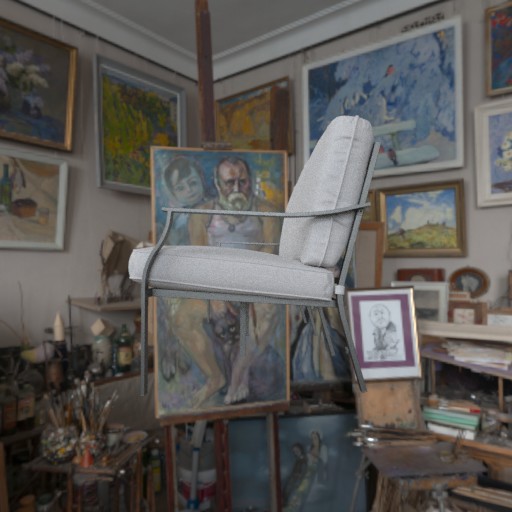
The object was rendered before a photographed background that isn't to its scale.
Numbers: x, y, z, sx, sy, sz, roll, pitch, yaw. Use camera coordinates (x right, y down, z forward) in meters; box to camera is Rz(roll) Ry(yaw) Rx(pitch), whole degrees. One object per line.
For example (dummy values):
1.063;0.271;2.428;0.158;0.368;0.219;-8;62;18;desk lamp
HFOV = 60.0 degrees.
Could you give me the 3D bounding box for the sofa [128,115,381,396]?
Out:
0.000;0.000;2.168;0.787;0.860;1.740;0;-1;0;sofa
